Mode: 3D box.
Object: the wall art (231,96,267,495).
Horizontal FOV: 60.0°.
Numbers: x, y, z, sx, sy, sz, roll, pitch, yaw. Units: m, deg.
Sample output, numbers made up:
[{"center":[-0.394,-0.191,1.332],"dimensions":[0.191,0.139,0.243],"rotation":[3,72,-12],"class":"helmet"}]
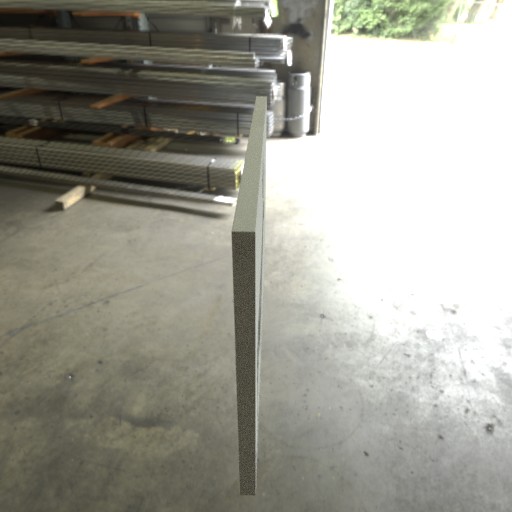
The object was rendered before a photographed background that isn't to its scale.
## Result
[{"center":[0.000,0.000,1.150],"dimensions":[0.033,0.617,0.906],"rotation":[1,31,2],"class":"wall art"}]
